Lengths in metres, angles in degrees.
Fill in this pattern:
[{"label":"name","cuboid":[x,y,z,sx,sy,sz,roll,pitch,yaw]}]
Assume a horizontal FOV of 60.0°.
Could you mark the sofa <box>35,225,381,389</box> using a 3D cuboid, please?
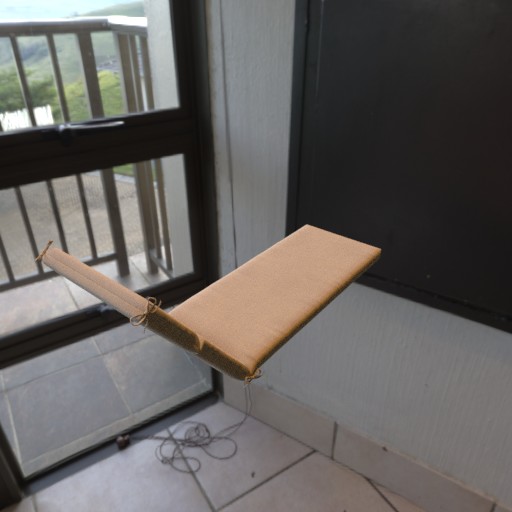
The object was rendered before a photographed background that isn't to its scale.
[{"label":"sofa","cuboid":[0.000,0.000,1.985,0.582,0.622,1.663,22,37,33]}]
